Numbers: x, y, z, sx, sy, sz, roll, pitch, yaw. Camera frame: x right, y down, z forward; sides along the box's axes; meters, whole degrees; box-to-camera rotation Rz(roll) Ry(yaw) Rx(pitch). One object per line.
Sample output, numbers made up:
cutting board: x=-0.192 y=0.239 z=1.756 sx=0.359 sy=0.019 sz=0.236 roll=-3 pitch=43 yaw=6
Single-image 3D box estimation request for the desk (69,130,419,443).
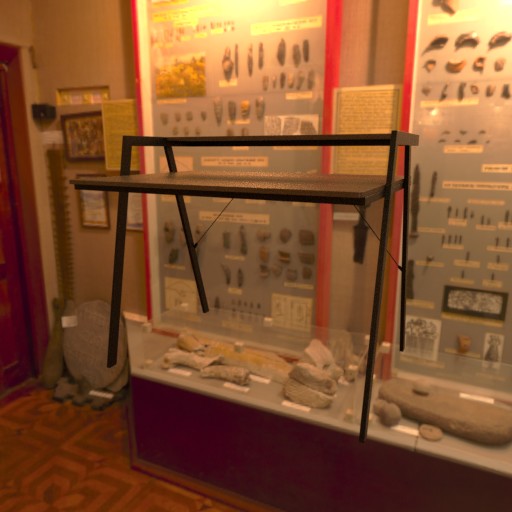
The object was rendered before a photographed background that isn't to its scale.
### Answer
desk: x=0.000 y=0.000 z=1.886 sx=1.143 sy=0.998 sz=0.936 roll=7 pitch=15 yaw=26
